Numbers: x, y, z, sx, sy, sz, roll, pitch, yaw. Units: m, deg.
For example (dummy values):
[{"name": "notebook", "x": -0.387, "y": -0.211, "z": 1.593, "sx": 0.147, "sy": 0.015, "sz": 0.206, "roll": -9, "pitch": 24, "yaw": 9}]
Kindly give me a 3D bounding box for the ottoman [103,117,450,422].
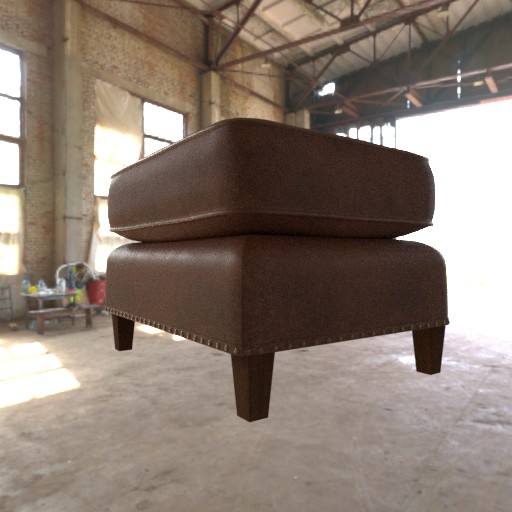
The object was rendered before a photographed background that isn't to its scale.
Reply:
[{"name": "ottoman", "x": 0.000, "y": 0.000, "z": 1.142, "sx": 0.589, "sy": 0.537, "sz": 0.738, "roll": 0, "pitch": 0, "yaw": -35}]
